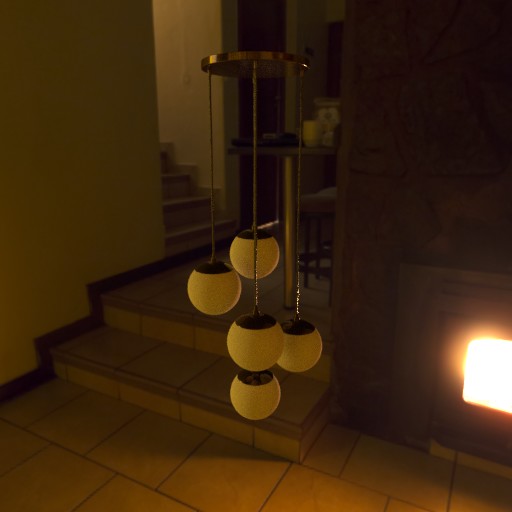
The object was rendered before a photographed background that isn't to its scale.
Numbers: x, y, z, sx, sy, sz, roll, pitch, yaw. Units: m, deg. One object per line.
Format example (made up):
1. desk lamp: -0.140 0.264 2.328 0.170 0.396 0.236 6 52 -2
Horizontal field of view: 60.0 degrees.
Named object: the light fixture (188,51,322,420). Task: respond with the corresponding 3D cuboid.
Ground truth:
1. light fixture: 0.000 0.000 1.563 0.484 1.271 0.489 2 14 8
